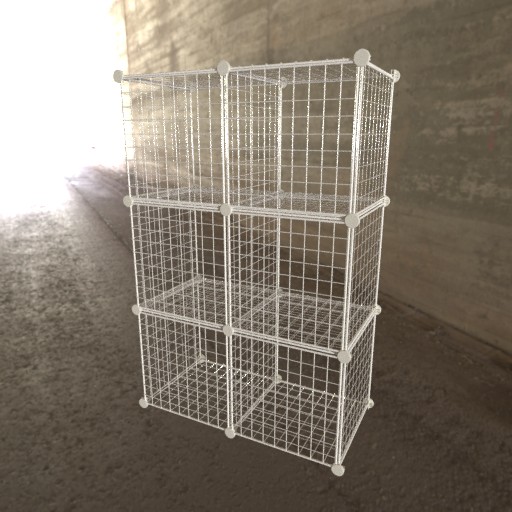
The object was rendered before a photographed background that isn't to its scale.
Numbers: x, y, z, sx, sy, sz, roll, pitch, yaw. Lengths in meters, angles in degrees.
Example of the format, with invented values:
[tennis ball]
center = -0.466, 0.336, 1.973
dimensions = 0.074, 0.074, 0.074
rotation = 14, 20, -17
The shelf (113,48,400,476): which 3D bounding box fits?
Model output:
[shelf]
center = 0.000, 0.000, 1.365
dimensions = 0.711, 1.067, 0.356
rotation = 8, 17, 26
